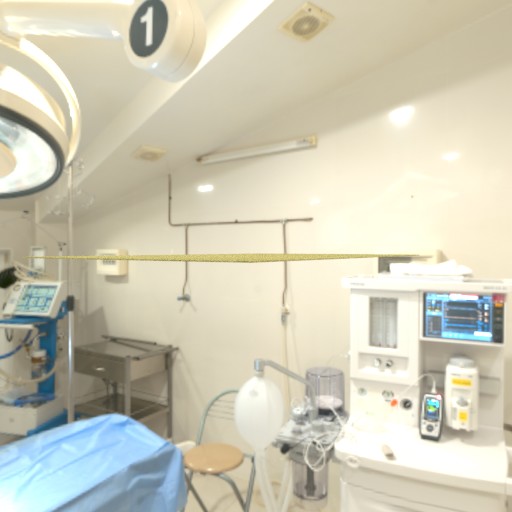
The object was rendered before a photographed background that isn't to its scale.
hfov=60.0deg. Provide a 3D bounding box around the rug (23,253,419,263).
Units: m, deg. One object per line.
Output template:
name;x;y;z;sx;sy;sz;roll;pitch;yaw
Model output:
rug;0.000;0.000;2.942;1.529;0.007;2.297;1;1;34
